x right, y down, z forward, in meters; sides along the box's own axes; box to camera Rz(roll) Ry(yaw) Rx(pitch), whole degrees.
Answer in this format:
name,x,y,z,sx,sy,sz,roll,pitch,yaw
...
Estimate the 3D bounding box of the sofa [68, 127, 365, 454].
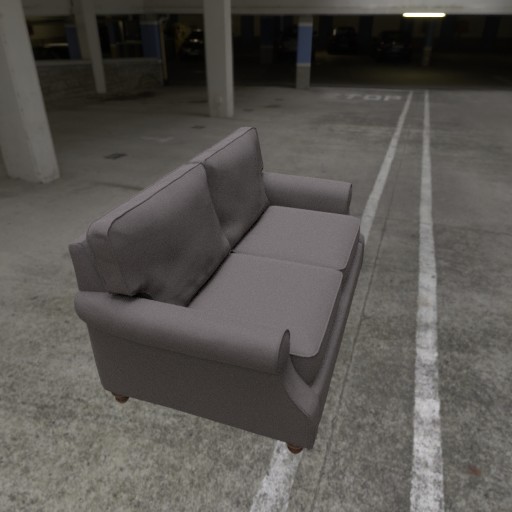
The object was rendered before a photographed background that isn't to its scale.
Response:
name,x,y,z,sx,sy,sz,roll,pitch,yaw
sofa,0.000,0.000,2.232,0.964,0.937,1.665,9,31,16
